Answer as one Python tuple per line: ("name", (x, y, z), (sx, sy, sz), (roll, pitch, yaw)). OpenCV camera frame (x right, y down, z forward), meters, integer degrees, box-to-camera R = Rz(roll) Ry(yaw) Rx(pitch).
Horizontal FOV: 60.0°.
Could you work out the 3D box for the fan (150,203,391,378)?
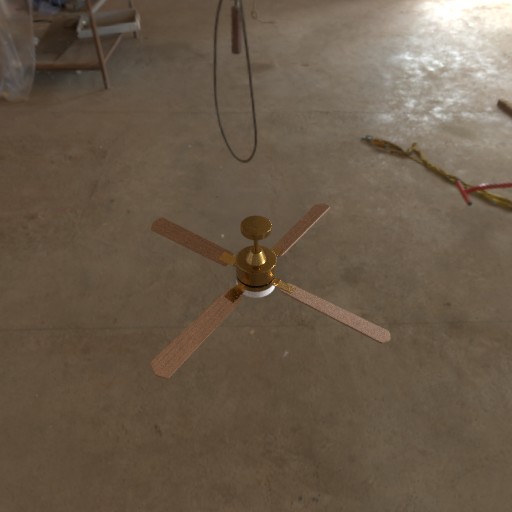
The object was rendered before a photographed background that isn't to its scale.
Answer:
("fan", (0.000, 0.000, 1.991), (1.320, 0.355, 1.320), (26, 49, 25))
